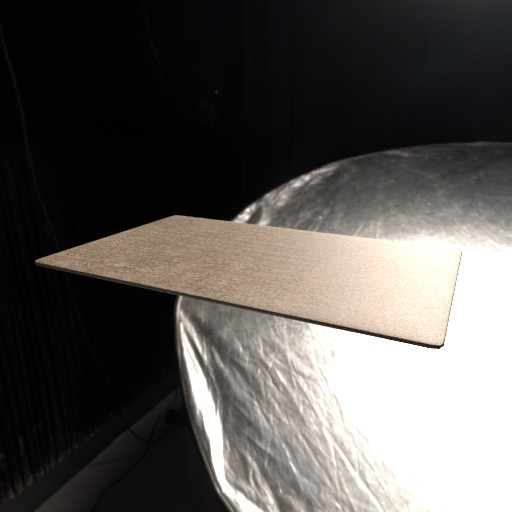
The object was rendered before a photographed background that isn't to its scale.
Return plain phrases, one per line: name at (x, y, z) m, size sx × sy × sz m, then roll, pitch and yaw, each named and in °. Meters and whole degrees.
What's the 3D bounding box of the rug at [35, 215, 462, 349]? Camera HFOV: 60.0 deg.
rug at (0.000, 0.000, 2.974) m, size 2.469 × 0.024 × 1.539 m, roll 9°, pitch 20°, yaw 25°
